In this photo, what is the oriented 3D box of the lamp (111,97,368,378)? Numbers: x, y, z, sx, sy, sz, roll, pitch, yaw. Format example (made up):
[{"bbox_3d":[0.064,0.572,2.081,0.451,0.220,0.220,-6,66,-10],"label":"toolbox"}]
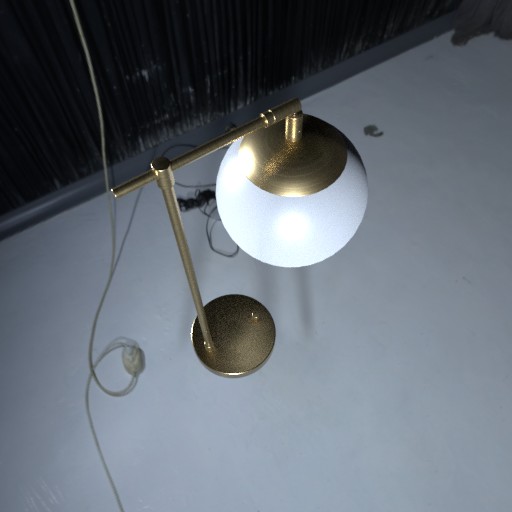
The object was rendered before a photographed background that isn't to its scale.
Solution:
[{"bbox_3d":[0.000,0.000,0.694,0.324,0.559,0.207,-31,64,-17],"label":"lamp"}]
